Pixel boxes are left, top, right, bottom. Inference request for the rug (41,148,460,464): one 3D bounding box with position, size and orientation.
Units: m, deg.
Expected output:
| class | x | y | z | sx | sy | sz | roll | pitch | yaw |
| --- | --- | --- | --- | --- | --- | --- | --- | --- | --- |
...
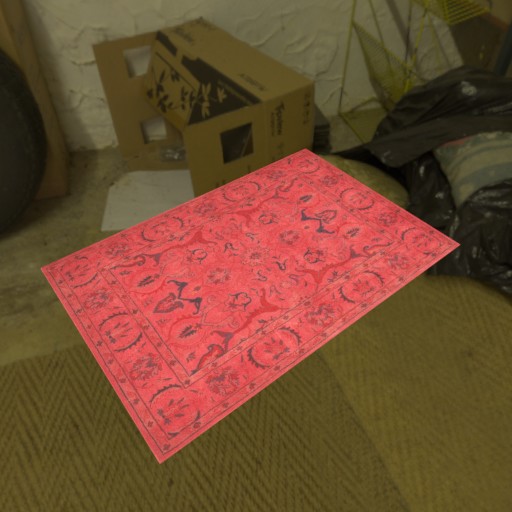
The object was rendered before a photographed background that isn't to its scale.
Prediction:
| class | x | y | z | sx | sy | sz | roll | pitch | yaw |
| --- | --- | --- | --- | --- | --- | --- | --- | --- | --- |
| rug | 0.000 | 0.000 | 2.296 | 1.814 | 0.008 | 1.209 | -29 | 52 | -26 |
